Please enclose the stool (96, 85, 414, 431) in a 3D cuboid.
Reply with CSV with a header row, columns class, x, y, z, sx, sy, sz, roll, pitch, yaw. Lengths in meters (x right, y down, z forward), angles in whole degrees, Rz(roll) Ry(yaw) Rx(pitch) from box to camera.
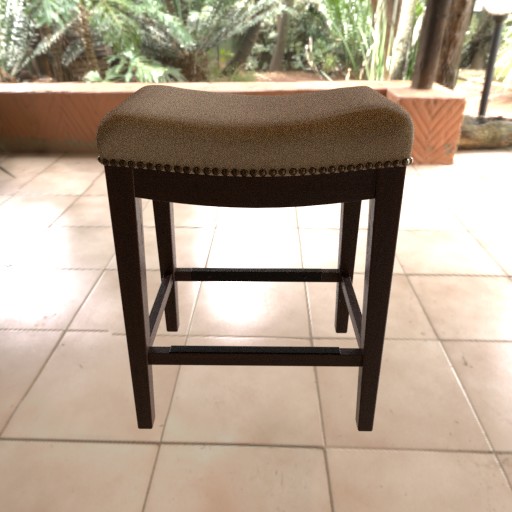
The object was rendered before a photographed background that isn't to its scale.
class,x,y,z,sx,sy,sz,roll,pitch,yaw
stool,0.000,0.000,0.956,0.509,0.669,0.363,0,29,1
